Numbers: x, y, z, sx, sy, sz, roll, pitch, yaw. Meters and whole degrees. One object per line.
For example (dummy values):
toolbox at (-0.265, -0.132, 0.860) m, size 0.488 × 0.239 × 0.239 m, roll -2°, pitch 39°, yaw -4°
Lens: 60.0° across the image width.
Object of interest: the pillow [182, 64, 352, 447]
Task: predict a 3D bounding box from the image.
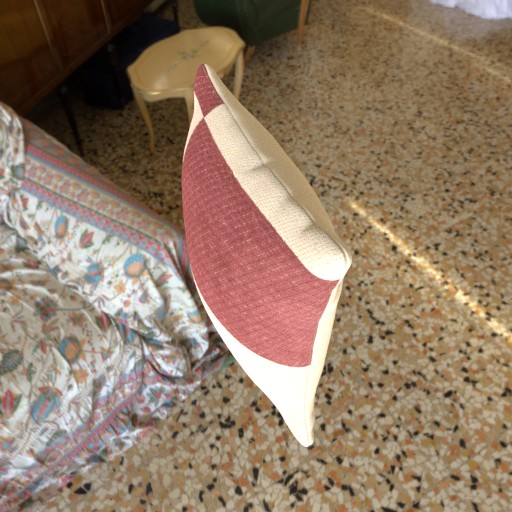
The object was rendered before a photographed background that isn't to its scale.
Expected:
pillow at (0.000, 0.000, 0.799) m, size 0.229 × 0.506 × 0.536 m, roll -16°, pitch 50°, yaw -14°
